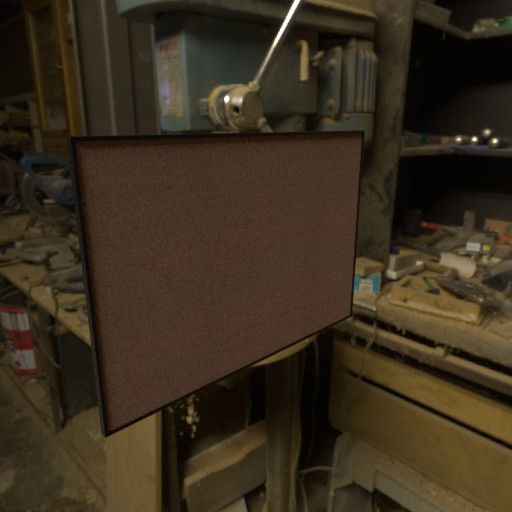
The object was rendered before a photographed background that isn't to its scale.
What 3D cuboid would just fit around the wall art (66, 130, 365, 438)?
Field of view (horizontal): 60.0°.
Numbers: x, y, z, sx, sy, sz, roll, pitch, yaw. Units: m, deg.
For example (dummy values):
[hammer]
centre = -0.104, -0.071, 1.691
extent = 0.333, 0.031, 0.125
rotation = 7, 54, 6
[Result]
[wall art]
centre = 0.000, 0.000, 1.231
extent = 0.957, 0.660, 0.019
rotation = -15, 22, -41
